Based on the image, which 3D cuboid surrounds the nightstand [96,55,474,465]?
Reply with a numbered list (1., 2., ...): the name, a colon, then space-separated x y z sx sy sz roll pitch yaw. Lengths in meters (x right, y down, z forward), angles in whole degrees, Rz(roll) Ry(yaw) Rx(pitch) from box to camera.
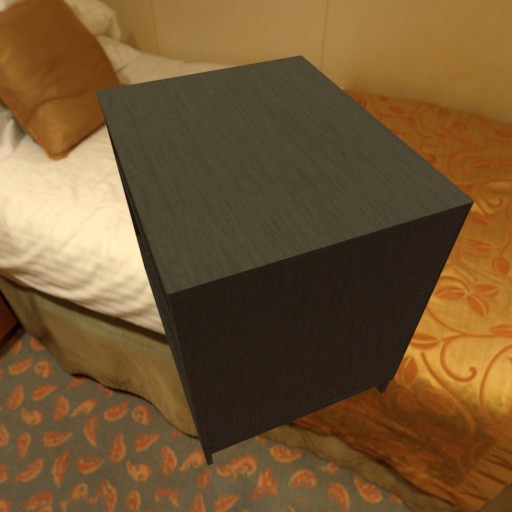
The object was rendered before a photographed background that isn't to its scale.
1. nightstand: 0.000 0.000 0.739 0.347 0.448 0.427 -16 48 -15
